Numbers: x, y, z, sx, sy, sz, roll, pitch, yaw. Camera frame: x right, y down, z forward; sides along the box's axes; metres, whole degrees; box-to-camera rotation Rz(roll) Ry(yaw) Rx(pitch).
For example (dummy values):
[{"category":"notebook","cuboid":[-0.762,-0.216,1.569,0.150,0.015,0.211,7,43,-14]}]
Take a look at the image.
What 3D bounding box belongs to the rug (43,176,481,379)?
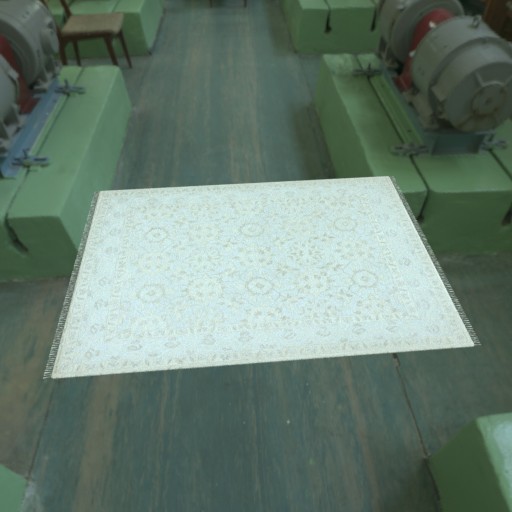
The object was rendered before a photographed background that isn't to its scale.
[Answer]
[{"category":"rug","cuboid":[0.000,0.000,2.772,2.233,0.011,1.514,-4,46,-3]}]
